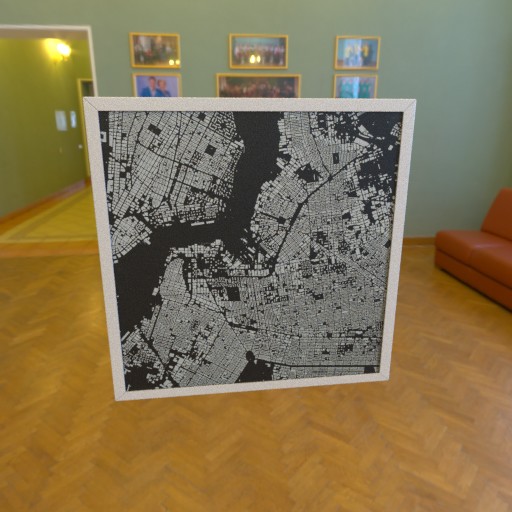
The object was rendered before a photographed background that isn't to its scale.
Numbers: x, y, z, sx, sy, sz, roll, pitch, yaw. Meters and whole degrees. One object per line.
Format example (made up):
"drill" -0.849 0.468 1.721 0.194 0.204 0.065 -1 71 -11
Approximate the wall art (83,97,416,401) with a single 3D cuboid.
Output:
"wall art" 0.000 0.000 1.137 0.761 0.762 0.050 -2 17 -7
